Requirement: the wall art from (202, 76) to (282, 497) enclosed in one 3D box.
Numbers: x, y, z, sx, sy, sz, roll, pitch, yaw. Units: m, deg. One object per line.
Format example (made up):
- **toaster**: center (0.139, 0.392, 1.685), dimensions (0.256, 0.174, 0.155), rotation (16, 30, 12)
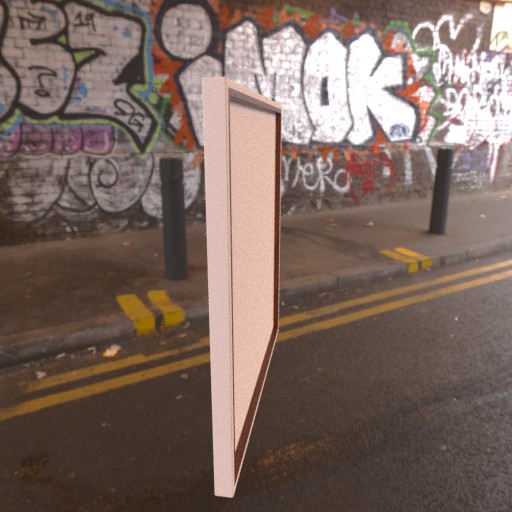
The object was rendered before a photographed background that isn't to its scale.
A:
- **wall art**: center (0.000, 0.000, 1.483), dimensions (0.049, 1.009, 1.009), rotation (3, 16, 9)
